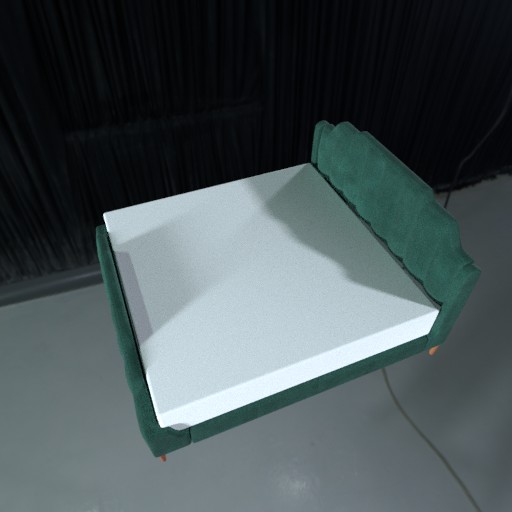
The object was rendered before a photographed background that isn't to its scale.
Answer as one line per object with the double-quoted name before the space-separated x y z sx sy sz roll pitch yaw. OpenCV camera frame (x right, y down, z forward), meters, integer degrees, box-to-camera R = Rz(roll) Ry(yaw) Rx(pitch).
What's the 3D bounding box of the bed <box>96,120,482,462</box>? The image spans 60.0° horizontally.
"bed" 0.000 0.000 3.501 2.340 1.245 2.074 -16 48 -15
